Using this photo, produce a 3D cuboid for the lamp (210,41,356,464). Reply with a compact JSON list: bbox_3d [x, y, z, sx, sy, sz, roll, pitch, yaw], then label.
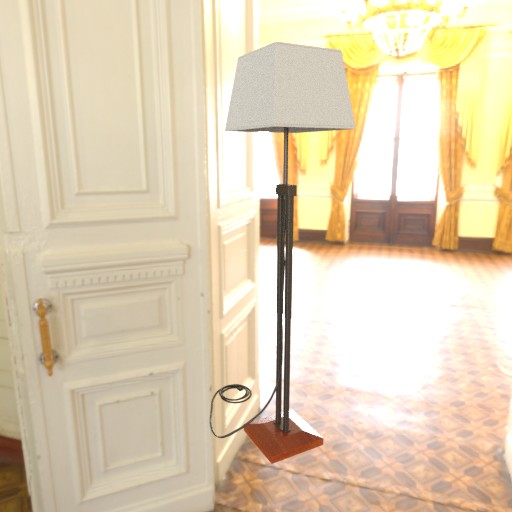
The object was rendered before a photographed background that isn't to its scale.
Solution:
[{"bbox_3d":[0.000,0.000,2.026,0.472,1.712,0.745,-7,15,-27],"label":"lamp"}]
